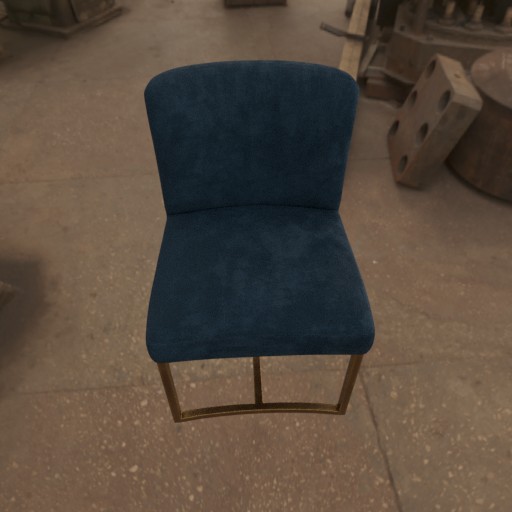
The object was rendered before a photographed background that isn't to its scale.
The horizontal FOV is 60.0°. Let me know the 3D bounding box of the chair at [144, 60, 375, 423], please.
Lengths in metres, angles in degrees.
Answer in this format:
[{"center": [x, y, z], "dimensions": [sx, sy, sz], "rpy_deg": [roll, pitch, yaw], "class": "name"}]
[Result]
[{"center": [0.000, 0.000, 1.175], "dimensions": [0.530, 0.824, 0.560], "rpy_deg": [-2, 45, -2], "class": "chair"}]
